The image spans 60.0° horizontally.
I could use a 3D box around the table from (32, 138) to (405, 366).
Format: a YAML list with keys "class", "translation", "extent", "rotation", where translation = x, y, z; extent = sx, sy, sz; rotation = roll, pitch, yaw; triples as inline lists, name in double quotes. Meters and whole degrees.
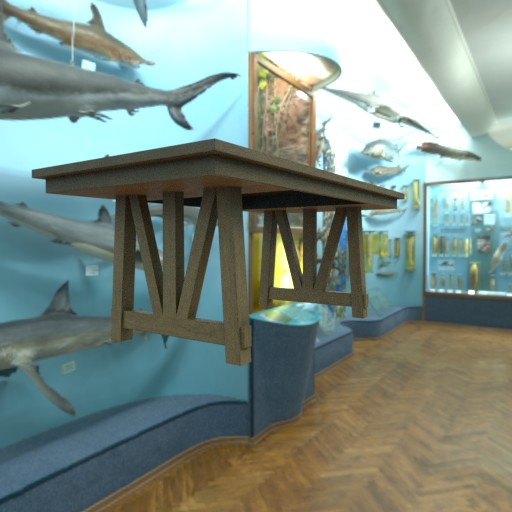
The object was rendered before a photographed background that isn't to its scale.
- class: "table"
  translation: [0.000, 0.000, 2.379]
  extent: [1.016, 0.768, 1.881]
  rotation: [1, 2, 35]
